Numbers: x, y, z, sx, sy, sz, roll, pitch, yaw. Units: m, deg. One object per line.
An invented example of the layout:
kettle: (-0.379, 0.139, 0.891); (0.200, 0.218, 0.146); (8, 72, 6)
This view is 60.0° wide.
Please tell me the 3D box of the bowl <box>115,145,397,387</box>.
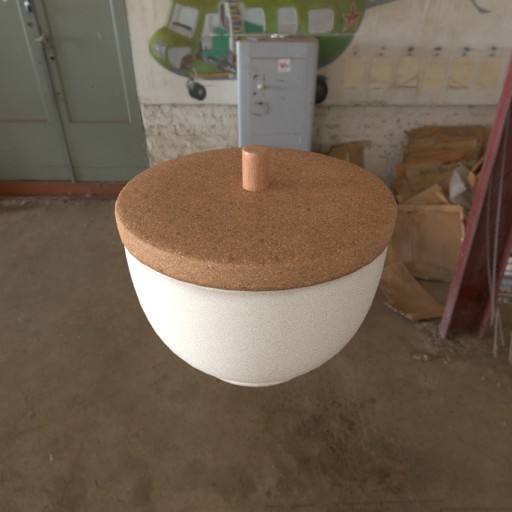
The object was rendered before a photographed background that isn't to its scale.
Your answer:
bowl: (0.000, 0.000, 0.223); (0.126, 0.110, 0.126); (0, 32, 0)
